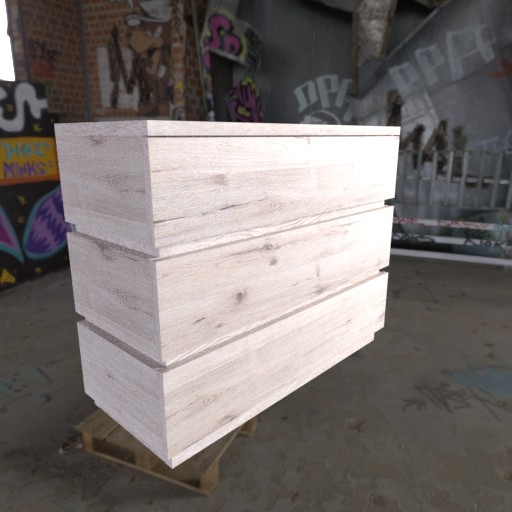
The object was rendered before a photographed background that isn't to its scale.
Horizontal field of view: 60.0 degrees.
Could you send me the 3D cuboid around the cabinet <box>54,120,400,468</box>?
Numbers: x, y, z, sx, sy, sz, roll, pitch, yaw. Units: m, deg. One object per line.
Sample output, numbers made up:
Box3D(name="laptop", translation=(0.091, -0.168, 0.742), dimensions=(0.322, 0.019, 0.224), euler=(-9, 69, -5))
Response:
Box3D(name="cabinet", translation=(0.000, 0.000, 1.452), dimensions=(0.420, 0.820, 1.040), euler=(14, 21, 42))
